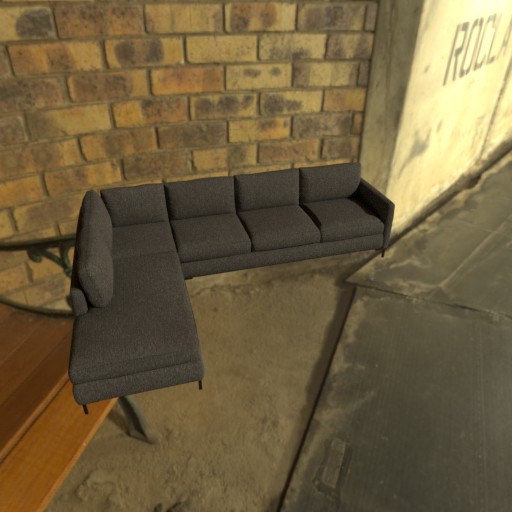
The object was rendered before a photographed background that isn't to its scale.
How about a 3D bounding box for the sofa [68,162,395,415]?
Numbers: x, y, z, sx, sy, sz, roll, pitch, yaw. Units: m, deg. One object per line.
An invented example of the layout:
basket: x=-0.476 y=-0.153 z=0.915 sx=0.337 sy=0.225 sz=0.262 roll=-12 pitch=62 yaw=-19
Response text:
sofa: x=0.000 y=0.000 z=3.809 sx=2.949 sy=0.815 sz=2.007 roll=-9 pitch=33 yaw=-13
